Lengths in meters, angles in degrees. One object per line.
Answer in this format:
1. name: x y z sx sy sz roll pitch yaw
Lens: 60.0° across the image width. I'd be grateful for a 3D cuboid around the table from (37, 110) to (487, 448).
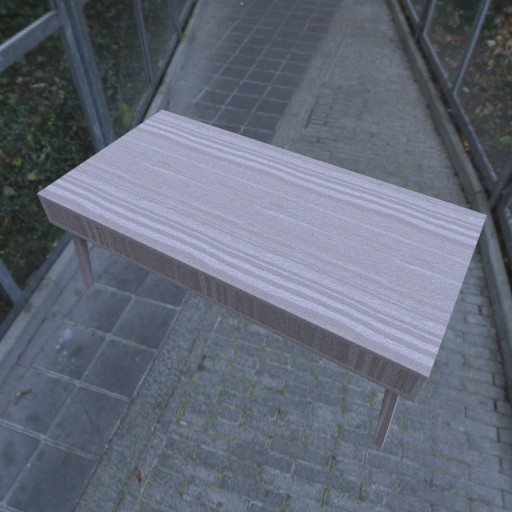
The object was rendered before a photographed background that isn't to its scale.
1. table: 0.000 0.000 1.480 1.200 0.450 0.600 23 51 21
